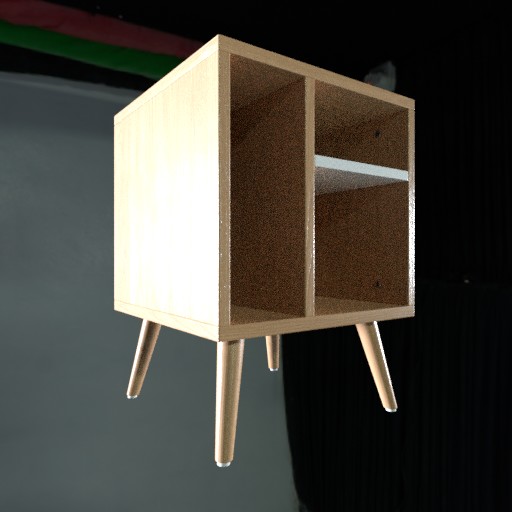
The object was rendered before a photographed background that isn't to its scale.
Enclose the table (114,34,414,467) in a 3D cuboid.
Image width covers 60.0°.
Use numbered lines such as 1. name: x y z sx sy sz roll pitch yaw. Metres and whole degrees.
1. table: 0.000 0.000 0.826 0.400 0.550 0.400 0 0 -36
